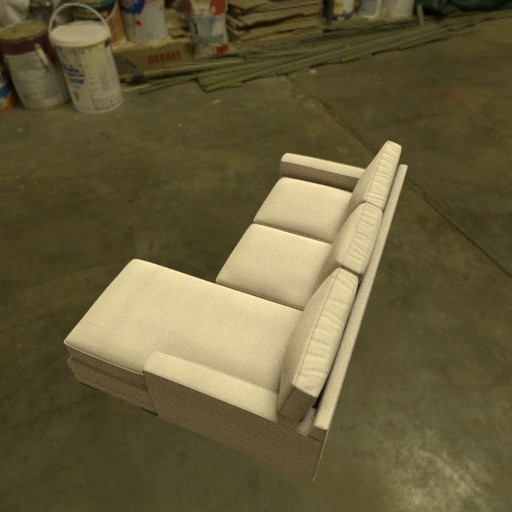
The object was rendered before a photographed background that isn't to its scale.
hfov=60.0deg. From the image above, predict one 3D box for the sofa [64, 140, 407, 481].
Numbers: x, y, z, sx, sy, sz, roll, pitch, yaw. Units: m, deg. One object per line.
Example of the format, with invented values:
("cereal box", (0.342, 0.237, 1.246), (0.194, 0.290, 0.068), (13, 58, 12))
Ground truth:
("sofa", (0.000, 0.000, 2.868), (1.496, 0.861, 2.087), (16, 48, 16))
